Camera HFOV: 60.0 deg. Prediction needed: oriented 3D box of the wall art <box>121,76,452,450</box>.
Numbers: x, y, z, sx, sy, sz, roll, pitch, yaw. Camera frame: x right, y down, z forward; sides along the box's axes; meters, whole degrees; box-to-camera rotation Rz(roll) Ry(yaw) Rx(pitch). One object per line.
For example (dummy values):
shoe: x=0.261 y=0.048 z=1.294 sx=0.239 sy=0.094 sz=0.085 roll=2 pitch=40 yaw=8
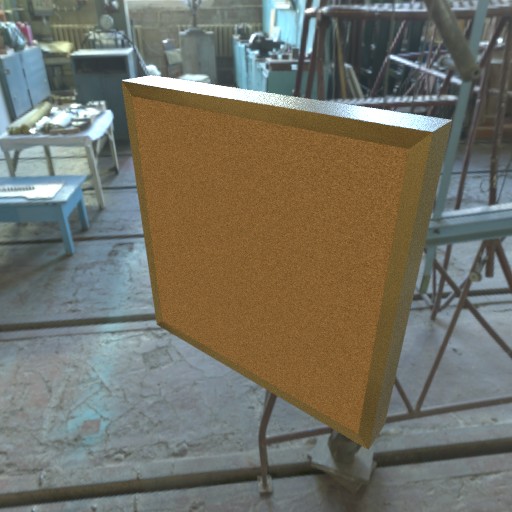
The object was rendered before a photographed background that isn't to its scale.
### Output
wall art: x=0.000 y=0.000 z=0.442 sx=0.304 sy=0.305 sz=0.038 roll=22 pitch=37 yaw=32
